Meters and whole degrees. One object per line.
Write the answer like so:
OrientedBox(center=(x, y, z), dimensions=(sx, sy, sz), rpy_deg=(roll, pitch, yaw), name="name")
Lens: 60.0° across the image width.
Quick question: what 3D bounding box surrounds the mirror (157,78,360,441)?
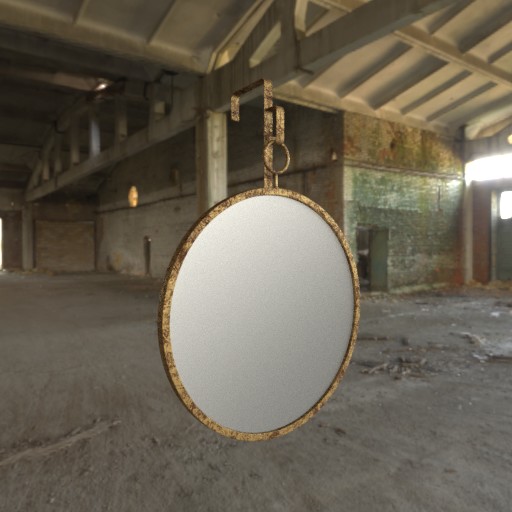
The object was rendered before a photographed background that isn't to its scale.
OrientedBox(center=(0.000, 0.000, 0.844), dimensions=(0.447, 0.651, 0.144), rpy_deg=(-1, 1, -37), name="mirror")
